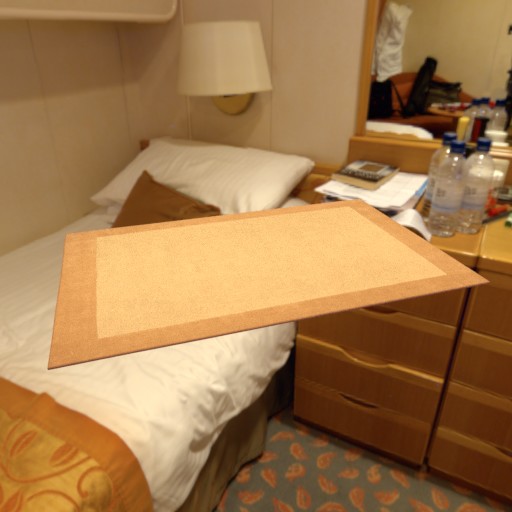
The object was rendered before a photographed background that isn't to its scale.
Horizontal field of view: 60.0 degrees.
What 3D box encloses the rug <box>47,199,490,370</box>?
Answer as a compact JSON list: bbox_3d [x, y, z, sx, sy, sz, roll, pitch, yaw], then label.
[{"bbox_3d":[0.000,0.000,2.942,2.438,0.014,1.524,-8,28,-16],"label":"rug"}]
